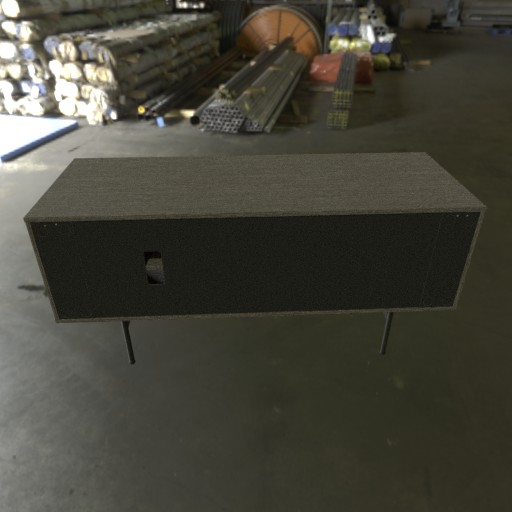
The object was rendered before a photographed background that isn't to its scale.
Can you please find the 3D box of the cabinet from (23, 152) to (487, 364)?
[{"bbox_3d":[0.000,0.000,1.609,1.300,0.599,0.500,-2,32,-2],"label":"cabinet"}]
